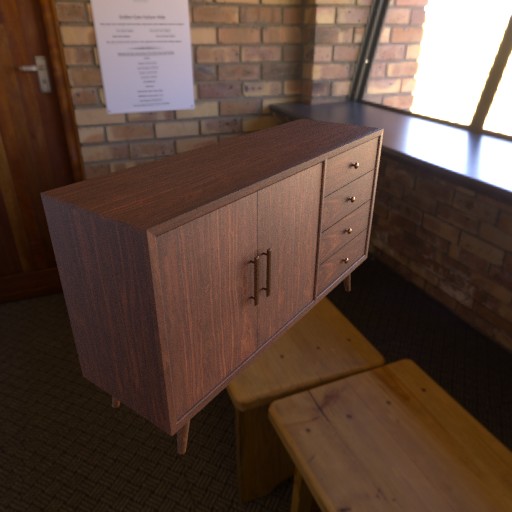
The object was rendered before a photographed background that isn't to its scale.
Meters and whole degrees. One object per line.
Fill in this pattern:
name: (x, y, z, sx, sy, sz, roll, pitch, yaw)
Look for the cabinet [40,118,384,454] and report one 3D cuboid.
cabinet: (0.000, 0.000, 2.020, 0.505, 0.940, 1.575, 18, 32, 32)
